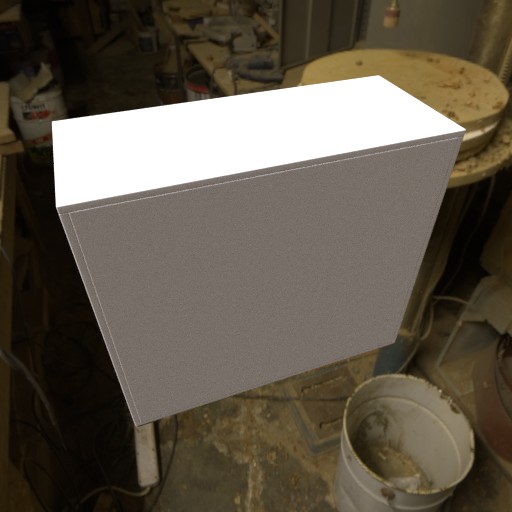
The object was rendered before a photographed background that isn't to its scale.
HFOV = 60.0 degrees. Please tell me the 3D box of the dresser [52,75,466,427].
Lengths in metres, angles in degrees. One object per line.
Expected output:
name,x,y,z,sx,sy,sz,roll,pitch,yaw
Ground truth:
dresser,0.000,0.000,1.604,1.100,1.000,0.460,-14,43,-15
